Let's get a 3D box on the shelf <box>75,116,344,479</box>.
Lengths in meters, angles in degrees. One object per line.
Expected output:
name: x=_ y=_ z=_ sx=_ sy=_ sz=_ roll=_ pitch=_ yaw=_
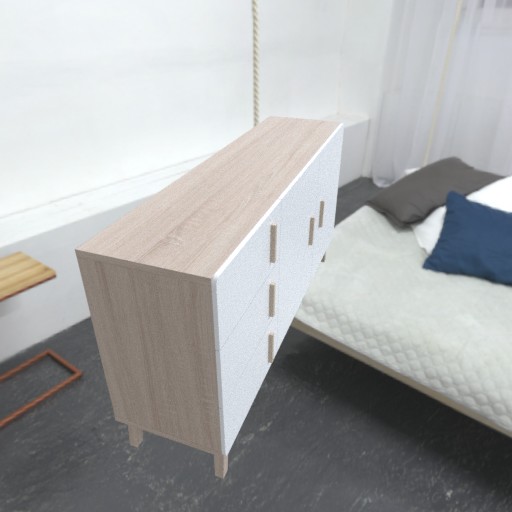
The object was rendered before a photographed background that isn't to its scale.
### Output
shelf: x=0.000 y=0.000 z=1.834 sx=0.400 sy=0.780 sz=1.490 roll=11 pitch=32 yaw=18
